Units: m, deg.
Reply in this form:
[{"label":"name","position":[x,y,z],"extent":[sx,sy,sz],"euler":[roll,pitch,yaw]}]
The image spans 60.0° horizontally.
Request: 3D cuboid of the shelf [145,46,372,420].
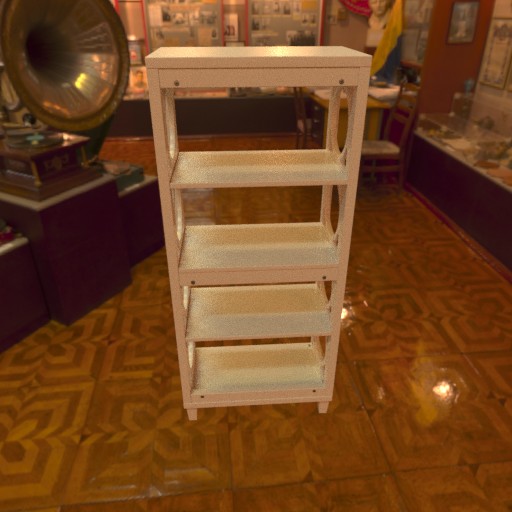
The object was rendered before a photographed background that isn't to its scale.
[{"label":"shelf","position":[0.000,0.000,1.675],"extent":[0.611,1.411,0.340],"euler":[-2,29,-3]}]
